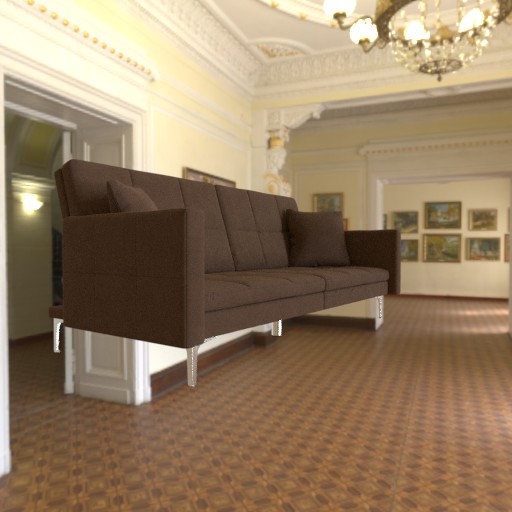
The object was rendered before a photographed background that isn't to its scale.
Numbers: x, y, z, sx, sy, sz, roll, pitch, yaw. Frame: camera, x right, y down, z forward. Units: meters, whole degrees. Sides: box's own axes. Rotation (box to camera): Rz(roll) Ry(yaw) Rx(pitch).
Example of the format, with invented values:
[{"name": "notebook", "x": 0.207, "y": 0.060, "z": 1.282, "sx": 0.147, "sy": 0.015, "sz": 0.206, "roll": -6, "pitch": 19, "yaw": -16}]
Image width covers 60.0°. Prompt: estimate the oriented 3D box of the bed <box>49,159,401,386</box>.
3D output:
[{"name": "bed", "x": 0.000, "y": 0.000, "z": 2.269, "sx": 0.889, "sy": 0.787, "sz": 1.905, "roll": 1, "pitch": 1, "yaw": 36}]
